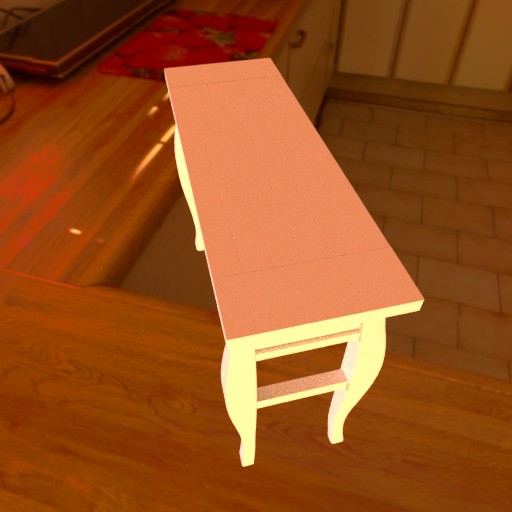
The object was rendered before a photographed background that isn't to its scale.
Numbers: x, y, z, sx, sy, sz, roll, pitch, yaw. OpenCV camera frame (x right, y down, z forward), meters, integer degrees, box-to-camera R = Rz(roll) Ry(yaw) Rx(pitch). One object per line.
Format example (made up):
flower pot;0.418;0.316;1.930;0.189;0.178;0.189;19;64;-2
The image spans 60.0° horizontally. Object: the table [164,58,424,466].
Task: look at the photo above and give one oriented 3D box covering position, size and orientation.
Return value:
table;0.000;0.000;1.388;0.373;0.768;1.062;-10;47;-9
